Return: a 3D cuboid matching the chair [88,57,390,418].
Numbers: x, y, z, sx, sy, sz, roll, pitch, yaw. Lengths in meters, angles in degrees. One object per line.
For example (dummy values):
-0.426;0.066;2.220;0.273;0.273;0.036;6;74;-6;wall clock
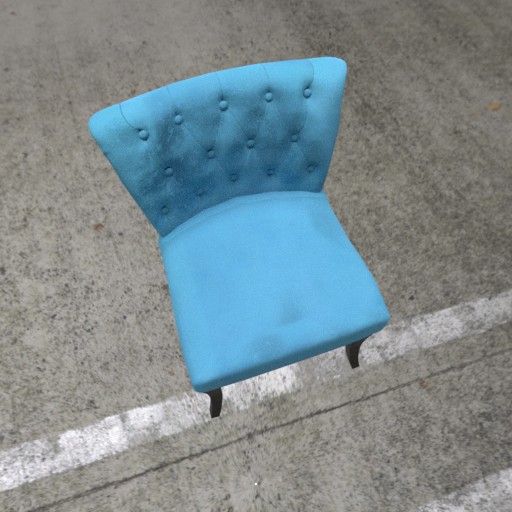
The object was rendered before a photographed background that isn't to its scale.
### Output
0.000;0.000;1.178;0.582;0.750;0.605;-17;64;-8;chair
